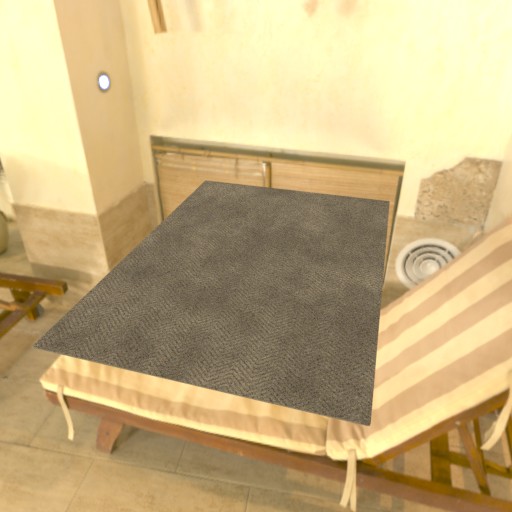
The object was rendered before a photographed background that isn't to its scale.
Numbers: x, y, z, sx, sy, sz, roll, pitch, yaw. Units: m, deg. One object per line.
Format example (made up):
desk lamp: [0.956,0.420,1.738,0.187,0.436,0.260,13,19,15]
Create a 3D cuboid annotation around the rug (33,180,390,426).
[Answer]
rug: [0.000,0.000,2.864,1.600,0.008,2.235,9,32,14]
